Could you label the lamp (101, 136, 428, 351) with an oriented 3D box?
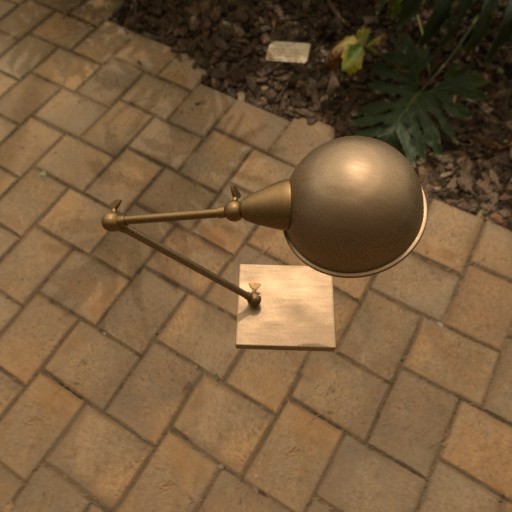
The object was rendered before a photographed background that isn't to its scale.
[{"bbox_3d":[0.000,0.000,0.556,0.339,0.371,0.149,2,64,1],"label":"lamp"}]
